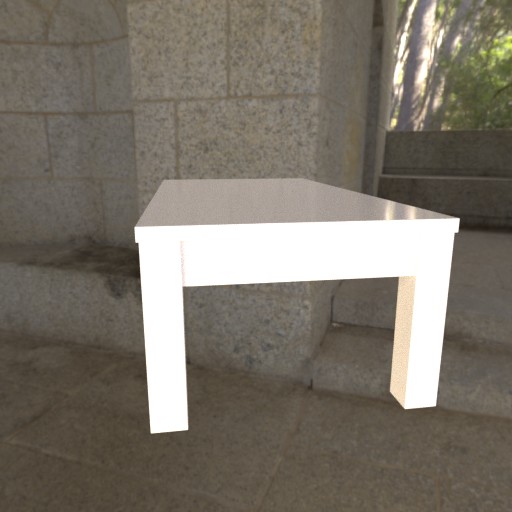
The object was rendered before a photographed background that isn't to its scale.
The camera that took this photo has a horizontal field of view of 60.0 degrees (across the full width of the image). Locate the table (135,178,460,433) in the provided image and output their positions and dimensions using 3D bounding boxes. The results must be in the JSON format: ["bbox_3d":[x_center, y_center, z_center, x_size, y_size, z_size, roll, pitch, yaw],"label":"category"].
[{"bbox_3d":[0.000,0.000,1.631,0.700,0.470,1.350,-2,14,-9],"label":"table"}]
